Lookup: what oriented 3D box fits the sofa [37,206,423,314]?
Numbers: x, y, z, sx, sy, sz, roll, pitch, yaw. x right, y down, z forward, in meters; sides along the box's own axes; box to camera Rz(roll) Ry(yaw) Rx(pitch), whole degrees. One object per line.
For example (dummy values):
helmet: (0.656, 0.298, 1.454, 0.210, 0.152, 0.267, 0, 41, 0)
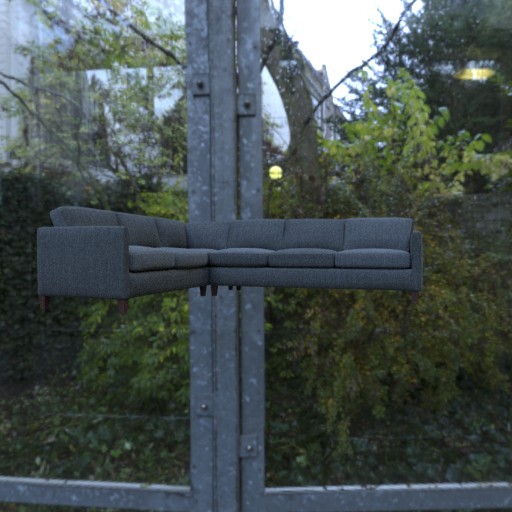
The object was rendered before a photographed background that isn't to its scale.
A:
sofa: (0.000, 0.000, 4.611, 3.302, 0.947, 2.593, 0, 1, 18)
